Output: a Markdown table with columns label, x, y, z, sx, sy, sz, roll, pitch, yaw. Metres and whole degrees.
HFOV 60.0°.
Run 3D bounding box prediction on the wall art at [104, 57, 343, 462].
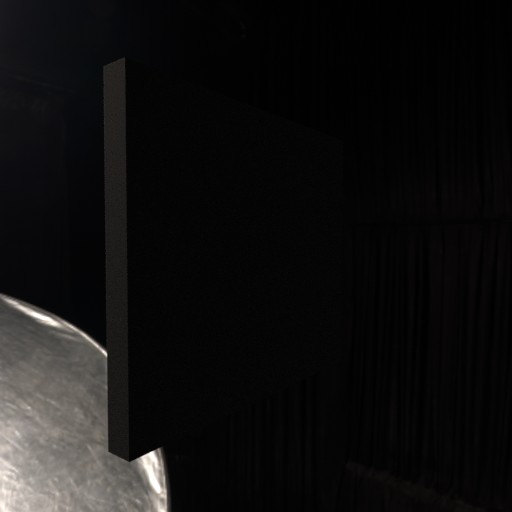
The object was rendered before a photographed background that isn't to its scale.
| label | x | y | z | sx | sy | sz | roll | pitch | yaw |
| --- | --- | --- | --- | --- | --- | --- | --- | --- | --- |
| wall art | 0.000 | 0.000 | 0.520 | 0.031 | 0.330 | 0.381 | 2 | 3 | 38 |
